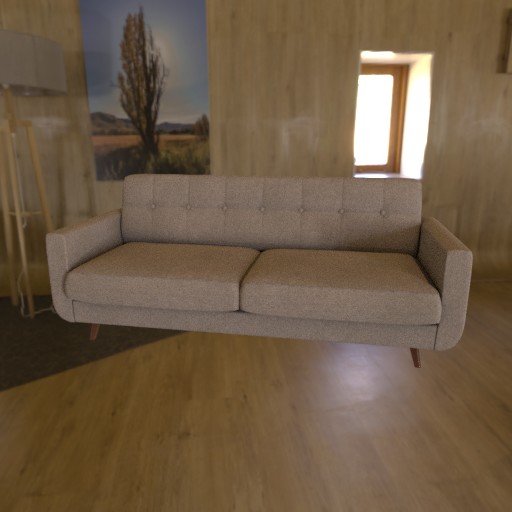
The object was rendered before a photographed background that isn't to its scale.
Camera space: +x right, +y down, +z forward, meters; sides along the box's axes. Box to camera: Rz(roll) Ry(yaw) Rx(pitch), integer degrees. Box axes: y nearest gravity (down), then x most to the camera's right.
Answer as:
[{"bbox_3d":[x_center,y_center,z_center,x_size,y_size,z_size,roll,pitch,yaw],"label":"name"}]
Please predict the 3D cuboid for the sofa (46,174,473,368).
[{"bbox_3d":[0.000,0.000,2.471,2.029,0.841,0.909,3,15,10],"label":"sofa"}]
